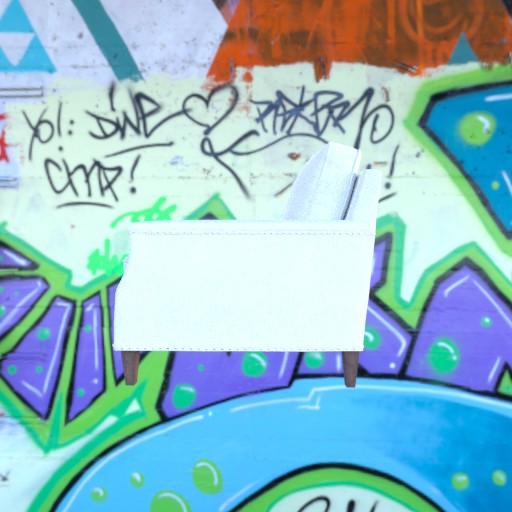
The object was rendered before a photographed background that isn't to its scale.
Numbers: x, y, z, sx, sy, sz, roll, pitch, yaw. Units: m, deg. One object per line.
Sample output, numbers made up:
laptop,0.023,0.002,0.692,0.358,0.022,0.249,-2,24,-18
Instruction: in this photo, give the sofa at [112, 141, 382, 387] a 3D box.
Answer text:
sofa,0.000,0.000,2.833,1.084,1.003,2.246,0,1,2
